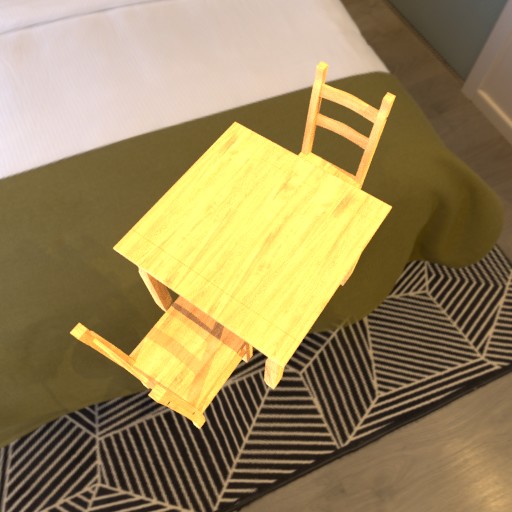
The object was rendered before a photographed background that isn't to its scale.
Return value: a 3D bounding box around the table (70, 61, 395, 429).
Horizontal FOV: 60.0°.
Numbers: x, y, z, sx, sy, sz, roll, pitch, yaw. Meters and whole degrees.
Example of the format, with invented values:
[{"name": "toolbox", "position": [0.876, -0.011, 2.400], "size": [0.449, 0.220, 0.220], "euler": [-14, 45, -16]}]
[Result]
[{"name": "table", "position": [0.000, 0.000, 2.034], "size": [0.813, 0.942, 1.501], "euler": [32, 67, 15]}]
